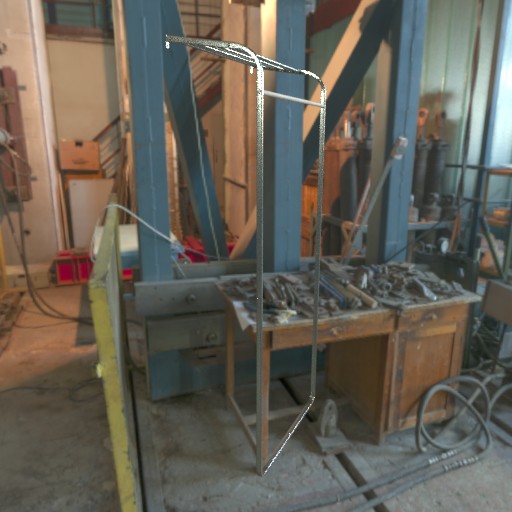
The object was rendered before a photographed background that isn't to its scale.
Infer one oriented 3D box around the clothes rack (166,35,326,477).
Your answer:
[{"bbox_3d":[0.000,0.000,1.813,0.349,1.574,0.609,7,16,26],"label":"clothes rack"}]
